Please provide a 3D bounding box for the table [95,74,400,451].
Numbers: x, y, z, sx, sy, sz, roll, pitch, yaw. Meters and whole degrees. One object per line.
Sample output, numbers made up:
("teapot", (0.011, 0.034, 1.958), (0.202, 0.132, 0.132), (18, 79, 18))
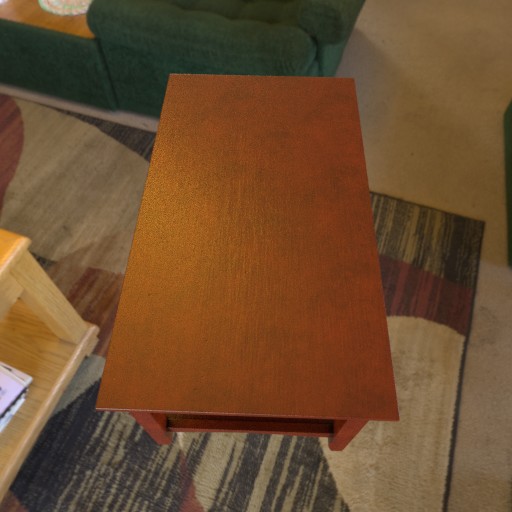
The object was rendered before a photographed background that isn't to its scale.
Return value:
("table", (0.000, 0.000, 1.213), (0.533, 0.456, 0.943), (2, 57, 1))
